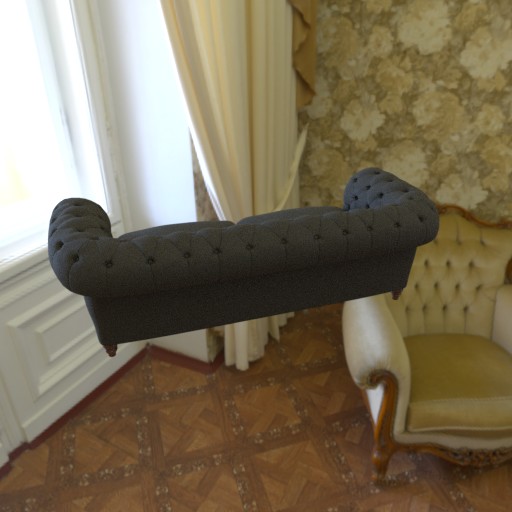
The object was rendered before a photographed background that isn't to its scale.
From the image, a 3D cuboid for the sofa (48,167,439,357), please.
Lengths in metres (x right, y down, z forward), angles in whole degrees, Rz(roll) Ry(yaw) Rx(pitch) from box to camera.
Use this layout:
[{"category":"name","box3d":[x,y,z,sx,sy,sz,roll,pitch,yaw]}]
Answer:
[{"category":"sofa","box3d":[0.000,0.000,2.803,2.362,0.762,0.991,-9,29,-16]}]
